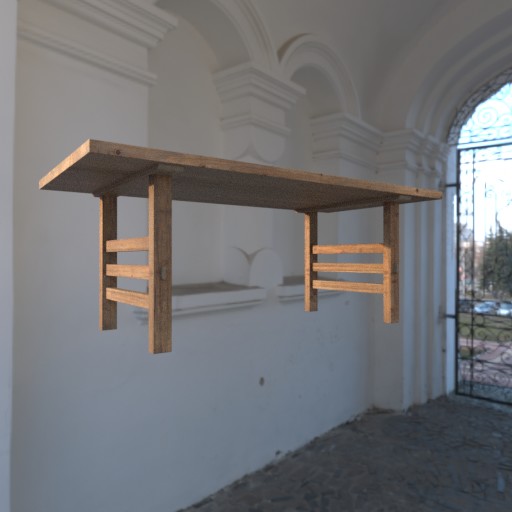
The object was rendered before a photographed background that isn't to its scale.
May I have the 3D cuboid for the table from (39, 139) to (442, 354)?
[{"bbox_3d":[0.000,0.000,2.417,2.003,0.760,0.952,0,0,-35],"label":"table"}]
